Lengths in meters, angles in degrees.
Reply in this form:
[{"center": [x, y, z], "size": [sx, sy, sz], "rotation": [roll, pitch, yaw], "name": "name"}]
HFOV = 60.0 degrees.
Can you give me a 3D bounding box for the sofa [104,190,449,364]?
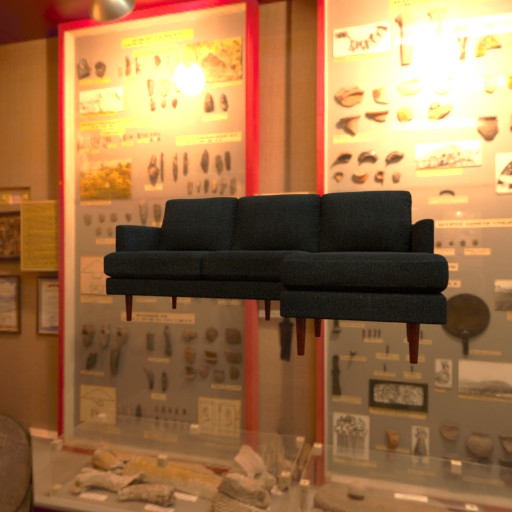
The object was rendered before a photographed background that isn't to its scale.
[{"center": [0.000, 0.000, 2.963], "size": [2.233, 0.956, 1.504], "rotation": [0, 1, 18], "name": "sofa"}]
